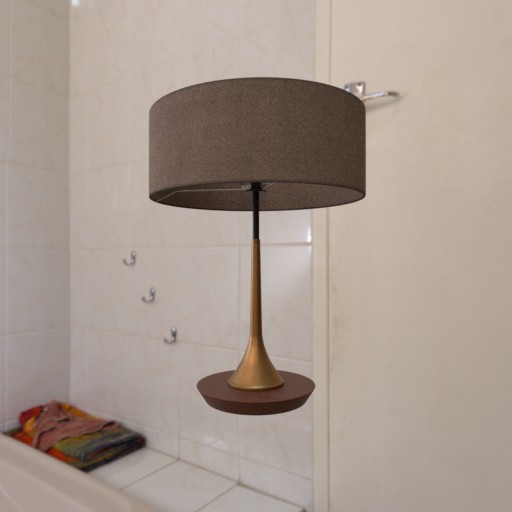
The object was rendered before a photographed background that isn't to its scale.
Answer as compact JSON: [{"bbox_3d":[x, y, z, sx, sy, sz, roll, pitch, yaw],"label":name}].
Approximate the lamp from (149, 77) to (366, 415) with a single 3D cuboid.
[{"bbox_3d":[0.000,0.000,0.860,0.417,0.551,0.396,0,-1,37],"label":"lamp"}]
